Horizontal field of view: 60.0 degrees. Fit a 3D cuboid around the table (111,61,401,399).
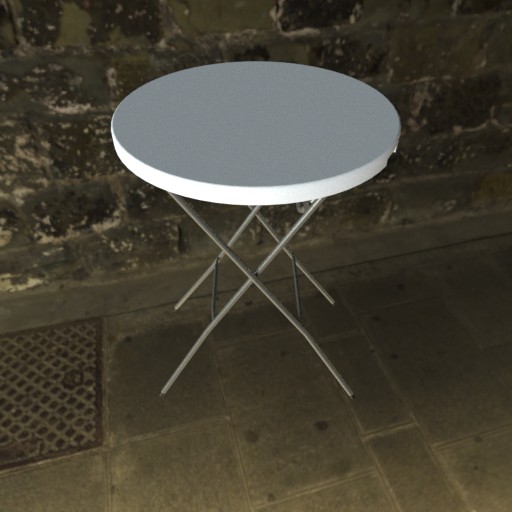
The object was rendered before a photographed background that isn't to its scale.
[{"bbox_3d":[0.000,0.000,1.610,0.795,1.105,0.792,-1,42,-1],"label":"table"}]
